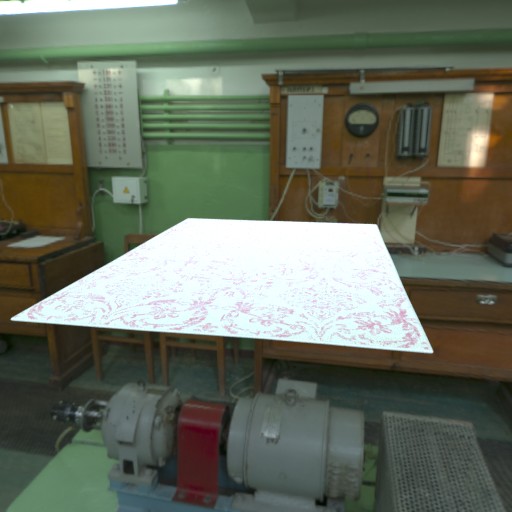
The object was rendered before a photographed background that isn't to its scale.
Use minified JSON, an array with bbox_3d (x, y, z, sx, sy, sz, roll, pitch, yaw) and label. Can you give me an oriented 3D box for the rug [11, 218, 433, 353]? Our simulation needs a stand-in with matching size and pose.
[{"bbox_3d":[0.000,0.000,2.669,1.598,0.014,2.202,3,16,10],"label":"rug"}]
